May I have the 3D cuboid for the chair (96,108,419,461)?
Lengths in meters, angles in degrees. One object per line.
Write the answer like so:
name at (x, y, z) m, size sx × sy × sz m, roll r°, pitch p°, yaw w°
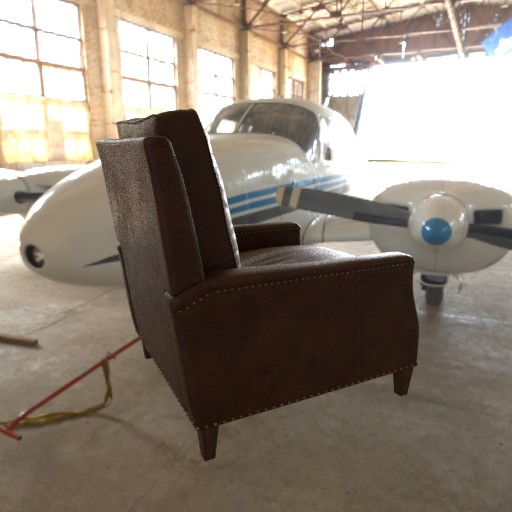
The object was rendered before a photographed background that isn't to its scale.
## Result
chair at (0.000, 0.000, 1.763) m, size 1.035 × 1.054 × 0.854 m, roll -7°, pitch 16°, yaw -26°
